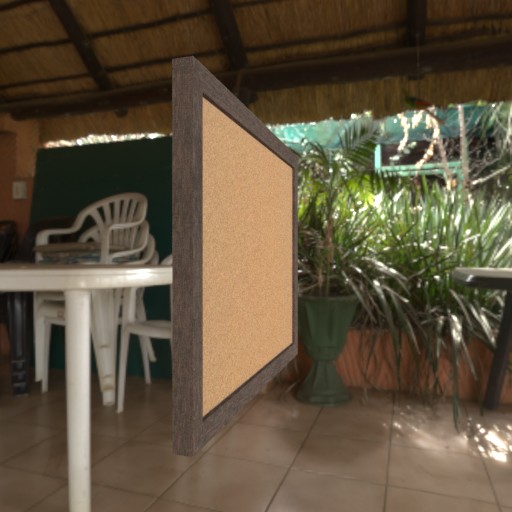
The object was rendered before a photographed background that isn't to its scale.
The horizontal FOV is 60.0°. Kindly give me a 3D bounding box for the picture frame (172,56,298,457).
[{"bbox_3d":[0.000,0.000,0.766,0.026,0.455,0.546,0,0,18],"label":"picture frame"}]
